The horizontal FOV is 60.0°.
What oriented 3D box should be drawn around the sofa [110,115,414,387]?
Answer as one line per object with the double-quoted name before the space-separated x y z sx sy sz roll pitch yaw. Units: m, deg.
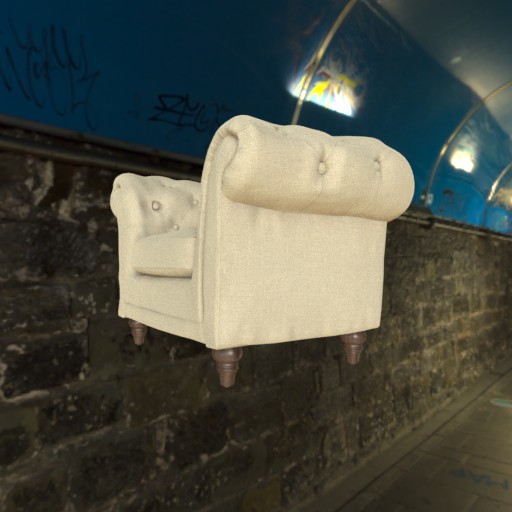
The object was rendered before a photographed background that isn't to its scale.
"sofa" 0.000 0.000 2.073 1.034 0.878 1.405 0 -1 -34
